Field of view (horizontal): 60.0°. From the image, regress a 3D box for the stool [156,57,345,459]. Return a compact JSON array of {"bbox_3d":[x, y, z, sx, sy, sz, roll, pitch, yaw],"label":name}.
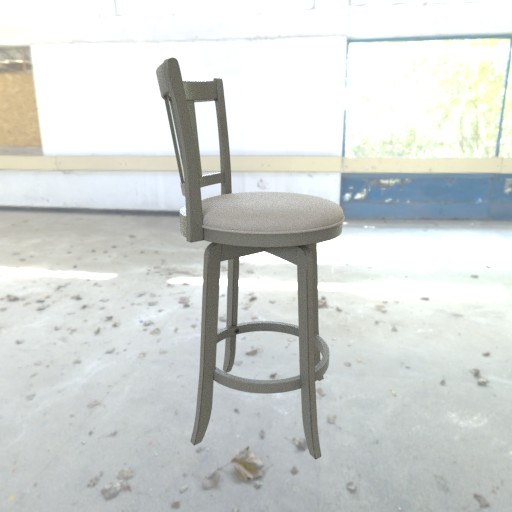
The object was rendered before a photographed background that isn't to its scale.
[{"bbox_3d":[0.000,0.000,1.269,0.486,0.994,0.450,3,16,9],"label":"stool"}]
